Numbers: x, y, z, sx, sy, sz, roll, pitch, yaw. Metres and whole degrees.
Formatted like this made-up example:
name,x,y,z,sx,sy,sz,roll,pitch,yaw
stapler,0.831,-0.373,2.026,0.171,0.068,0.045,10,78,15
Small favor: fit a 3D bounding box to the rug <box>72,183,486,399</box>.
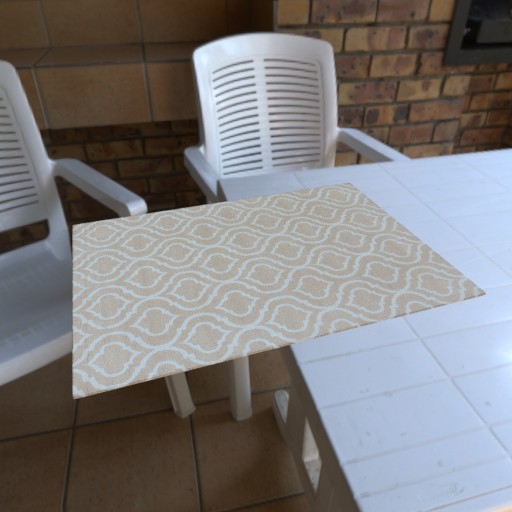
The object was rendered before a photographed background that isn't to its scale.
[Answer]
name,x,y,z,sx,sy,sz,roll,pitch,yaw
rug,0.000,0.000,2.721,2.134,0.010,1.524,-11,35,-16
